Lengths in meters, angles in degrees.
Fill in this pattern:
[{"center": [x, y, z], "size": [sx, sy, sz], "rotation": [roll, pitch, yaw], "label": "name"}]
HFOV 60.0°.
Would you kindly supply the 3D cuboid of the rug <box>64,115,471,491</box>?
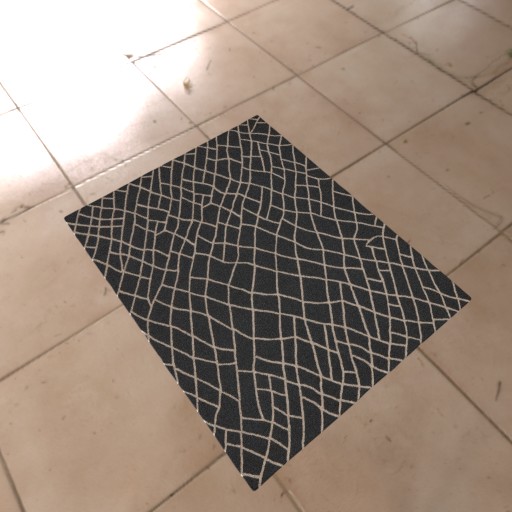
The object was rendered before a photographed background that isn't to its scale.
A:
[{"center": [0.000, 0.000, 4.120], "size": [2.439, 0.022, 3.047], "rotation": [-34, 63, -19], "label": "rug"}]
